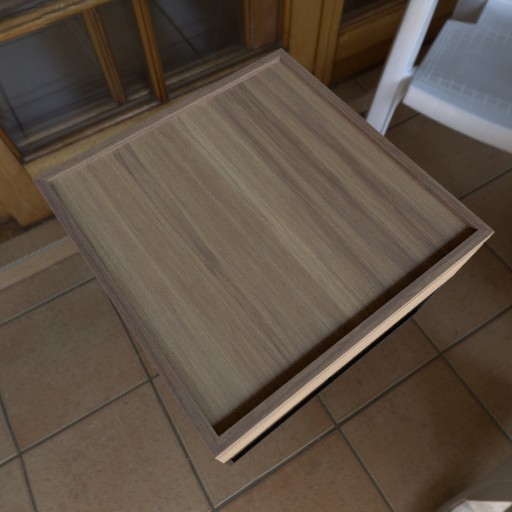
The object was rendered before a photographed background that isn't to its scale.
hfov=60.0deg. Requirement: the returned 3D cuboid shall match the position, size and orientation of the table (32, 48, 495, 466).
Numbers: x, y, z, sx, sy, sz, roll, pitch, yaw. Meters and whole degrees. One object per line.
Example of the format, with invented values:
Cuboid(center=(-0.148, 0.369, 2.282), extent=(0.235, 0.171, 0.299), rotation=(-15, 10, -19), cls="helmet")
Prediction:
Cuboid(center=(0.000, 0.000, 1.114), extent=(0.676, 0.464, 0.679), rotation=(-34, 68, -16), cls="table")
